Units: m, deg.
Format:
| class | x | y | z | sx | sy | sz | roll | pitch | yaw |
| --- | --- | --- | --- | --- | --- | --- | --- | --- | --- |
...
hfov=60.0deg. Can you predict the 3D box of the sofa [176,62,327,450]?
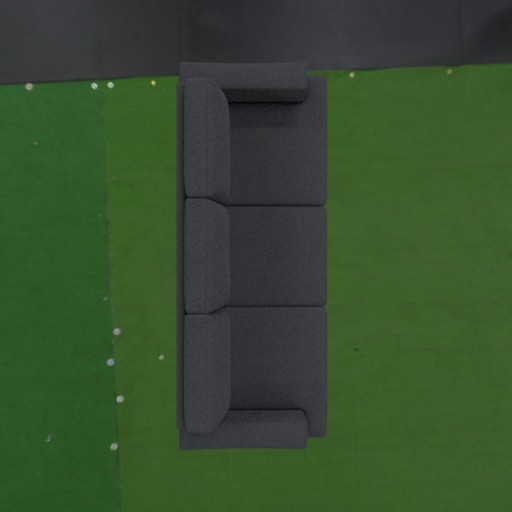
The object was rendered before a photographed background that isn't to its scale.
| class | x | y | z | sx | sy | sz | roll | pitch | yaw |
| --- | --- | --- | --- | --- | --- | --- | --- | --- | --- |
| sofa | 0.000 | 0.000 | 2.790 | 0.920 | 0.810 | 2.310 | 0 | 90 | -1 |
